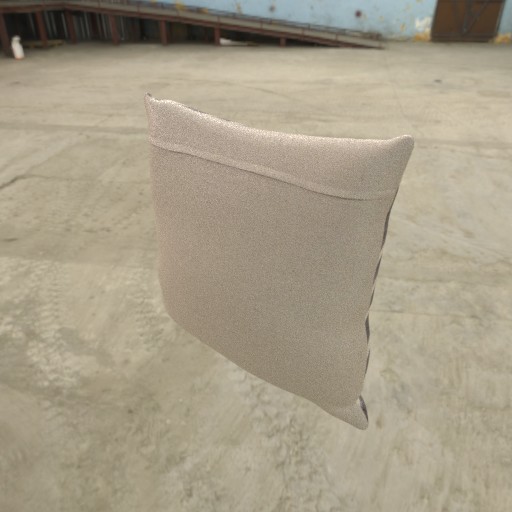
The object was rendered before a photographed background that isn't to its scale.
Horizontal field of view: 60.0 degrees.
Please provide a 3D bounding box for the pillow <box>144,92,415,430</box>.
[{"bbox_3d":[0.000,0.000,0.676,0.440,0.441,0.182,22,37,32],"label":"pillow"}]
